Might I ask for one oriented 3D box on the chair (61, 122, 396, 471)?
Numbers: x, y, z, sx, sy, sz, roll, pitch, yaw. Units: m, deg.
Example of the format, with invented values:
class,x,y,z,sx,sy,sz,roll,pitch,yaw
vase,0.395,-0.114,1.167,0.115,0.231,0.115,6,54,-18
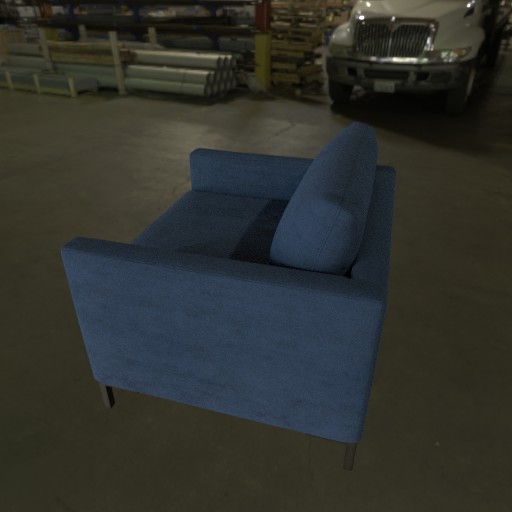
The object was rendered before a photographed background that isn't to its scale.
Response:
class,x,y,z,sx,sy,sz,roll,pitch,yaw
chair,0.000,0.000,1.566,0.875,0.812,0.964,9,32,14
